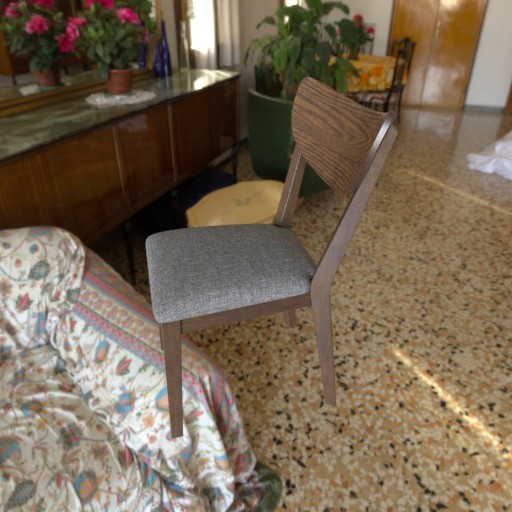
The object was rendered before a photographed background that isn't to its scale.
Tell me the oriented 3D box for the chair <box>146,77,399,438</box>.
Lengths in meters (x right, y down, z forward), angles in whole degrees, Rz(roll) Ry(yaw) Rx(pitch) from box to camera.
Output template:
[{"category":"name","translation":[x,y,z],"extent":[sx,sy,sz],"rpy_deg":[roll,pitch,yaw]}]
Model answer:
[{"category":"chair","translation":[0.000,0.000,1.225],"extent":[0.583,0.849,0.491],"rpy_deg":[-8,31,-13]}]
